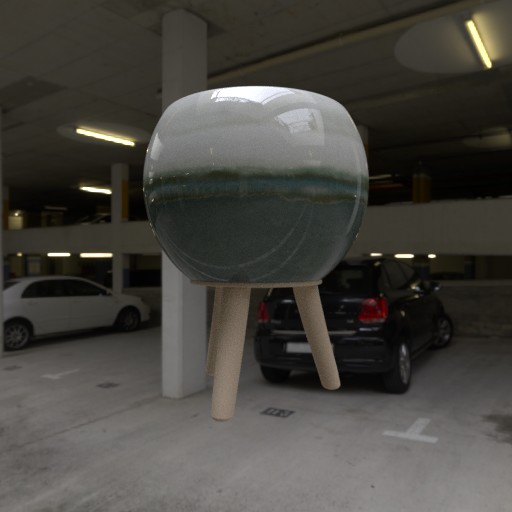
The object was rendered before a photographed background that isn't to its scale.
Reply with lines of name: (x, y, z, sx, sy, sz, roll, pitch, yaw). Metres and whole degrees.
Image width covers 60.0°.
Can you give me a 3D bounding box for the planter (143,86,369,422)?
planter: (0.000, 0.000, 0.450, 0.222, 0.278, 0.222, 0, 0, 0)
